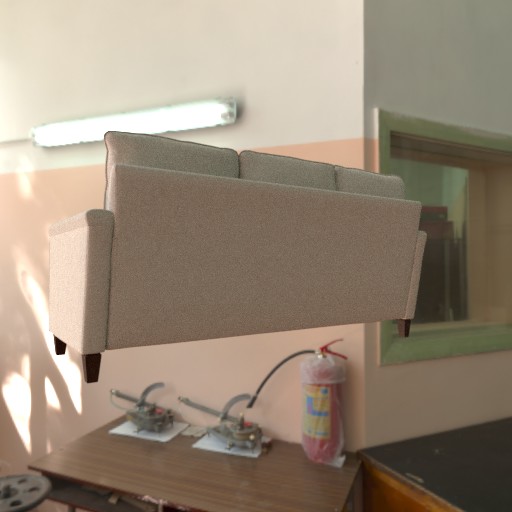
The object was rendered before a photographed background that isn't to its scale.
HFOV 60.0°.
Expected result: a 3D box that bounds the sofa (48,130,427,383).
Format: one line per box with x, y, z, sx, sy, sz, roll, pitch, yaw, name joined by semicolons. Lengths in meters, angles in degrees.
0.000;0.000;2.368;1.925;0.961;0.828;1;-1;-34;sofa
